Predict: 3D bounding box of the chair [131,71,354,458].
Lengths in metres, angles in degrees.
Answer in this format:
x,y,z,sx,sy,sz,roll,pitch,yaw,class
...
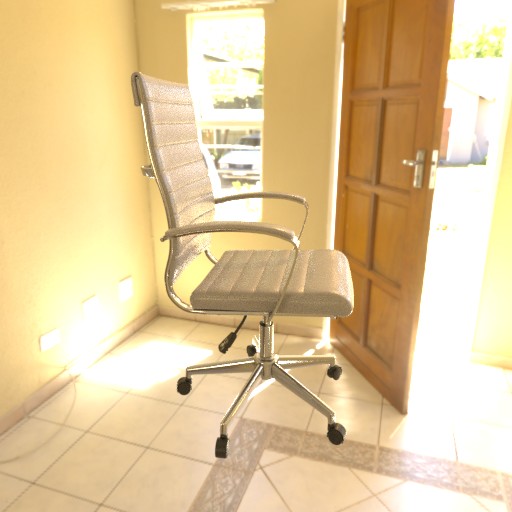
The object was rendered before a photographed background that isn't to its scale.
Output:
x,y,z,sx,sy,sz,roll,pitch,yaw,class
0.000,0.000,1.529,0.667,1.149,0.679,3,17,9,chair
